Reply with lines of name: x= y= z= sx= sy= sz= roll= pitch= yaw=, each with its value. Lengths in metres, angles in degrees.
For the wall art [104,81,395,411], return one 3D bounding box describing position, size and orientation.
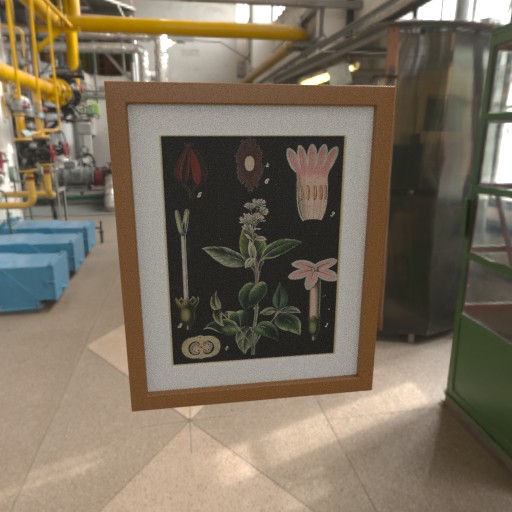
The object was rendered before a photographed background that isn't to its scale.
wall art: x=0.000 y=0.000 z=0.756 sx=0.449 sy=0.550 sz=0.021 roll=-2 pitch=15 yaw=-8
